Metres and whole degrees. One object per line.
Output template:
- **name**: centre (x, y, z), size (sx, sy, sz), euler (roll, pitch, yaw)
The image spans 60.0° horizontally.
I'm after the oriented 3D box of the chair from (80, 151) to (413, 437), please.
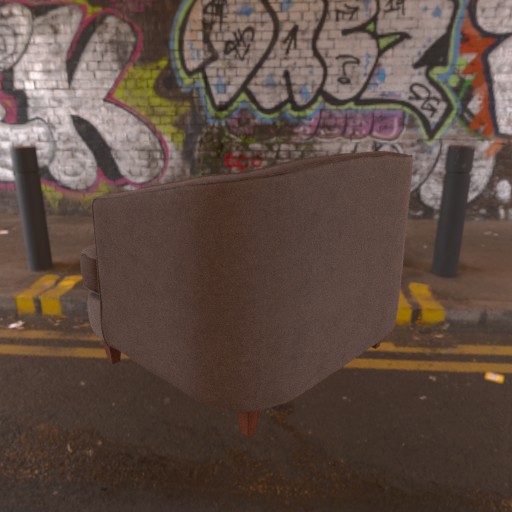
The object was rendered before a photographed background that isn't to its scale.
- **chair**: centre (0.000, 0.000, 1.792), size (0.941, 0.852, 1.104), euler (16, 24, 42)
